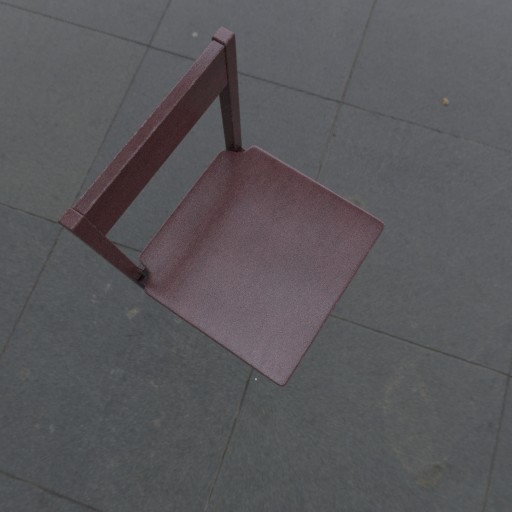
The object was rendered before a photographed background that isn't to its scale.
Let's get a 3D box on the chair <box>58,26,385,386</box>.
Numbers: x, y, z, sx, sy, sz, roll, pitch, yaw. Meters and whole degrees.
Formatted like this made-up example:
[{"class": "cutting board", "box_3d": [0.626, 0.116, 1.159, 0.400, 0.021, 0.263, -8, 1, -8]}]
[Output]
[{"class": "chair", "box_3d": [0.000, 0.000, 0.883, 0.361, 0.668, 0.367, 33, 77, 9]}]
